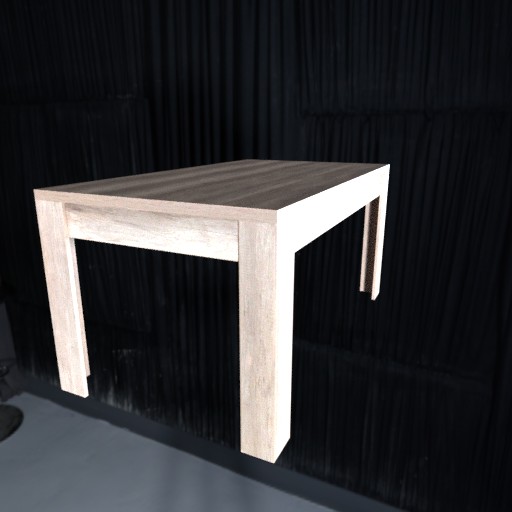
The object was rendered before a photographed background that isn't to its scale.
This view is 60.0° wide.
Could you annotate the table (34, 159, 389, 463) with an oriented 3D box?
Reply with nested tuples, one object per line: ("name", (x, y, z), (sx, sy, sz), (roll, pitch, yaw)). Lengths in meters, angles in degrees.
("table", (0.000, 0.000, 2.114), (0.900, 0.775, 1.600), (8, 18, 25))
